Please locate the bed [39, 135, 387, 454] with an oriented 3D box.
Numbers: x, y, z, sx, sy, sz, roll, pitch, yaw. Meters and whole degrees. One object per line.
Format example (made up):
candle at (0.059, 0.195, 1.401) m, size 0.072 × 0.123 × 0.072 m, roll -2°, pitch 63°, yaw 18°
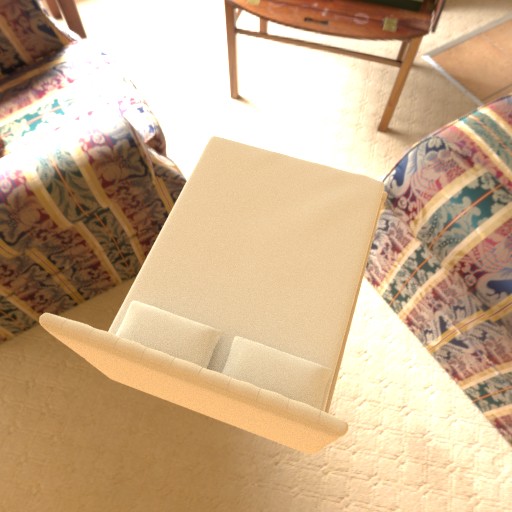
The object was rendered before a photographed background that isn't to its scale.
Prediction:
bed at (0.000, 0.000, 3.307) m, size 1.696 × 1.426 × 2.233 m, roll 17°, pitch 64°, yaw 9°
